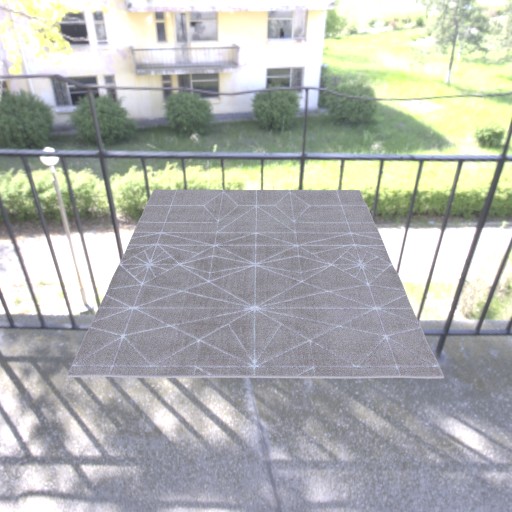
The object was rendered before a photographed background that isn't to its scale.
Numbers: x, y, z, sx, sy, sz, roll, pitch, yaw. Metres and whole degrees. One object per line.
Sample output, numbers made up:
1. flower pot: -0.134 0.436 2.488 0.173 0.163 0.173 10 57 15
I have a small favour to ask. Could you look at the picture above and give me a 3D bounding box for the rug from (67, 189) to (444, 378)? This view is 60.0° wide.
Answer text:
1. rug: 0.000 0.000 0.907 0.548 0.006 0.639 0 33 0
